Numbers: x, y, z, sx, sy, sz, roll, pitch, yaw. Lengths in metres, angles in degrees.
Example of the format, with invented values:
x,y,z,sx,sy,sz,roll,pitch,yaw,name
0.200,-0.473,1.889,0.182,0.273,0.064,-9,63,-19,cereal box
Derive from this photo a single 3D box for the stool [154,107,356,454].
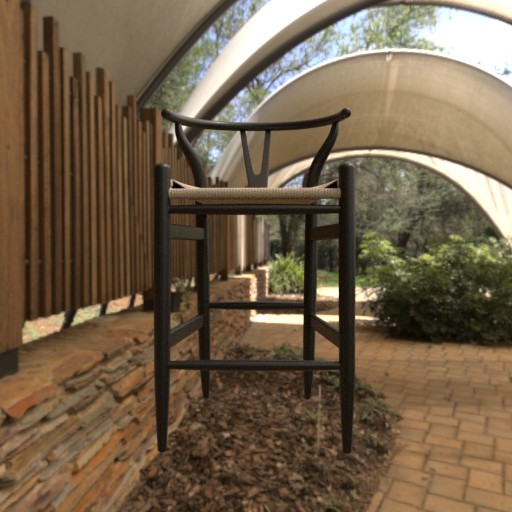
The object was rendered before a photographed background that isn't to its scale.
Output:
x,y,z,sx,sy,sz,roll,pitch,yaw,name
0.000,0.000,1.371,0.569,0.970,0.579,0,1,1,stool
